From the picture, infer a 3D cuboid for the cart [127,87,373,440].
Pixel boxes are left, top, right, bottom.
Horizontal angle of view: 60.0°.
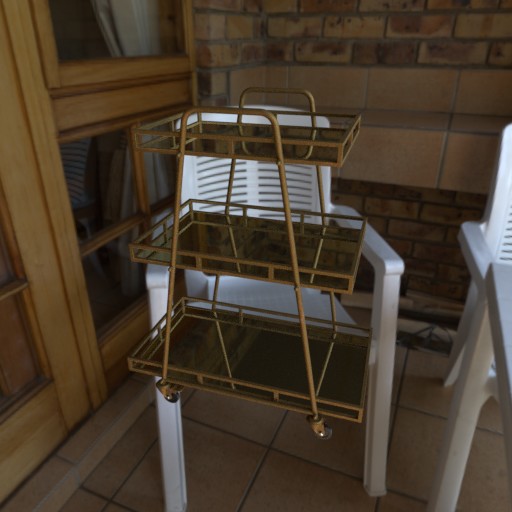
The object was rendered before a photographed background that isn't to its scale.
[{"bbox_3d":[0.000,0.000,1.291,0.711,0.883,0.441,8,28,15],"label":"cart"}]
